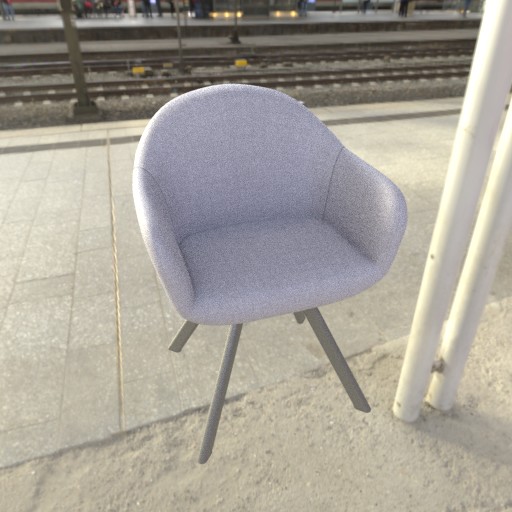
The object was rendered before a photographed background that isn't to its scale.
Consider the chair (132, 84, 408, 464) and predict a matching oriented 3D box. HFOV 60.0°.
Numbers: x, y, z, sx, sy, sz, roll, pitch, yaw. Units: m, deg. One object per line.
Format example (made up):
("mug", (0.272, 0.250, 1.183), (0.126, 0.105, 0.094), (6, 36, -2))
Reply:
("chair", (0.000, 0.000, 1.184), (0.590, 0.795, 0.550), (-10, 32, -17))
